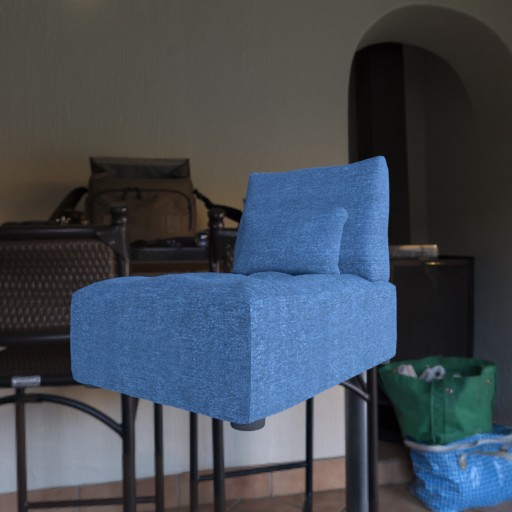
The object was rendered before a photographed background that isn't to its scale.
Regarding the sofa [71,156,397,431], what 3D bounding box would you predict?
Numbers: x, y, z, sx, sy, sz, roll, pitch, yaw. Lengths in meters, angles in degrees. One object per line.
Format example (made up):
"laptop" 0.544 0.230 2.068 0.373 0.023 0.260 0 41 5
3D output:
"sofa" 0.000 0.000 1.583 0.700 0.820 1.000 -1 -2 36
